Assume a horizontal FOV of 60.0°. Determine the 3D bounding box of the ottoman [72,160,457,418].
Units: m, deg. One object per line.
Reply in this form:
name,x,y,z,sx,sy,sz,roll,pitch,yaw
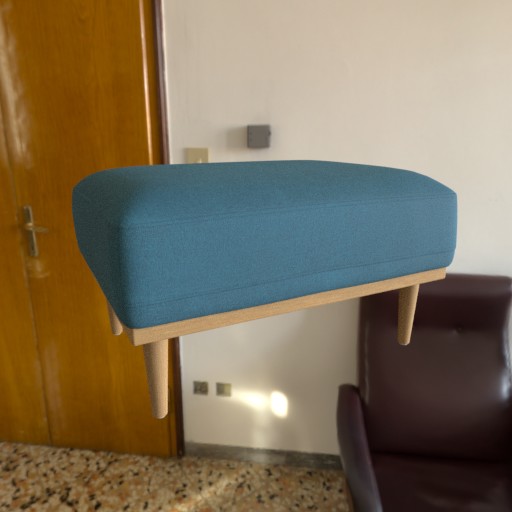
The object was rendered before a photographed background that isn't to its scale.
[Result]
ottoman,0.000,0.000,1.054,0.749,0.428,0.549,-8,18,-27
